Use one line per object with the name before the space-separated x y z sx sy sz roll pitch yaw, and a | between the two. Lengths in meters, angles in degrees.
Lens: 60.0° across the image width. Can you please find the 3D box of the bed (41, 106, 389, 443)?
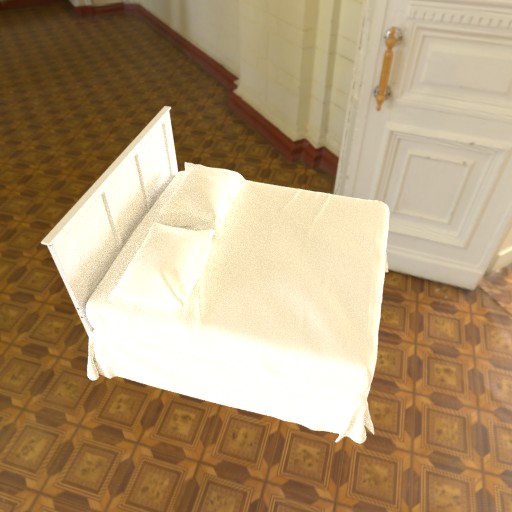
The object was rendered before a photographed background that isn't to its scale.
bed | 0.000 0.000 3.220 2.047 1.269 1.876 11 46 11
